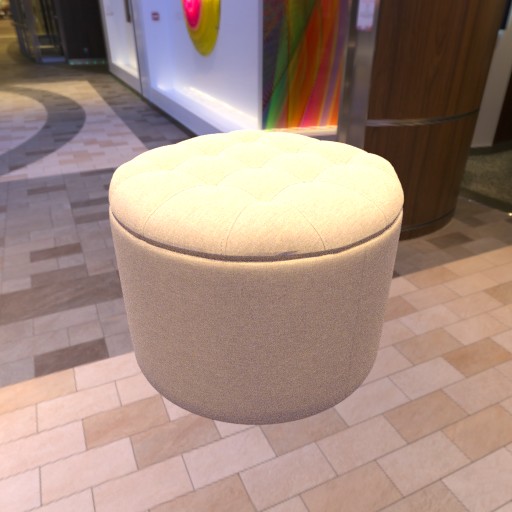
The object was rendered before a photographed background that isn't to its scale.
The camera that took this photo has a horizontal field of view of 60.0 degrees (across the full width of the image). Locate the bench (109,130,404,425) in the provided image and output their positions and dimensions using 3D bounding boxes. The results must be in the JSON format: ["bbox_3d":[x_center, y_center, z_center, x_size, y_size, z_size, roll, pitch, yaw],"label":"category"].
[{"bbox_3d":[0.000,0.000,1.011,0.600,0.454,0.600,0,30,0],"label":"bench"}]
